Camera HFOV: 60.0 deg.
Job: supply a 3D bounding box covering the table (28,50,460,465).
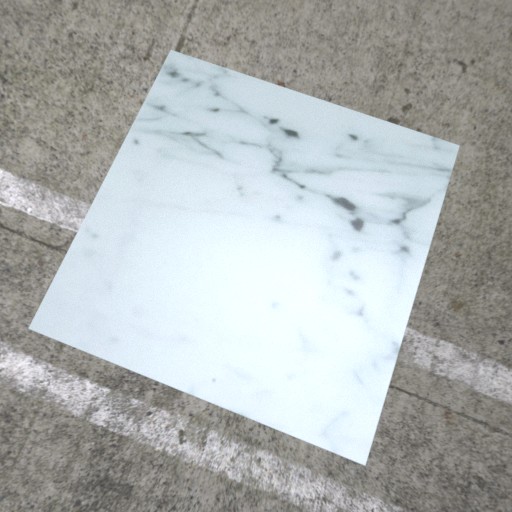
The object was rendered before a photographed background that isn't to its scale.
[{"bbox_3d":[0.000,0.000,1.281,0.800,0.450,0.800,20,76,5],"label":"table"}]
